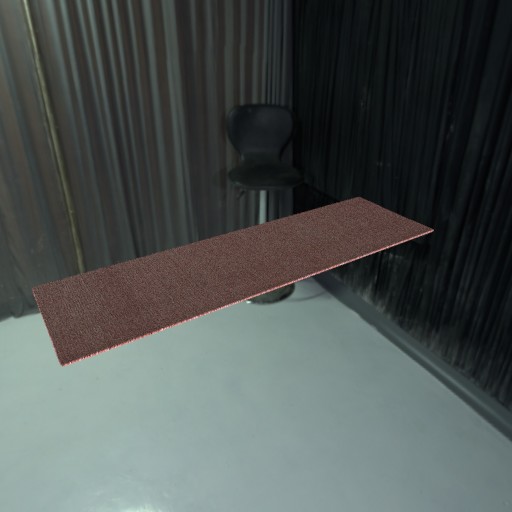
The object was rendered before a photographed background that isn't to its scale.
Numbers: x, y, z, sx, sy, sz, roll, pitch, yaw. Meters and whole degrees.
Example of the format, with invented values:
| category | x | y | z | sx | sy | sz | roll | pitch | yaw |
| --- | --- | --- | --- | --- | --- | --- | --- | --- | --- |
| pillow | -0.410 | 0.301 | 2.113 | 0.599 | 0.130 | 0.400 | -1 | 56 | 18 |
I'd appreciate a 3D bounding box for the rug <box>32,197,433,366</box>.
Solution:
| category | x | y | z | sx | sy | sz | roll | pitch | yaw |
| --- | --- | --- | --- | --- | --- | --- | --- | --- | --- |
| rug | 0.000 | 0.000 | 2.576 | 2.307 | 0.012 | 0.687 | -18 | 34 | -28 |
